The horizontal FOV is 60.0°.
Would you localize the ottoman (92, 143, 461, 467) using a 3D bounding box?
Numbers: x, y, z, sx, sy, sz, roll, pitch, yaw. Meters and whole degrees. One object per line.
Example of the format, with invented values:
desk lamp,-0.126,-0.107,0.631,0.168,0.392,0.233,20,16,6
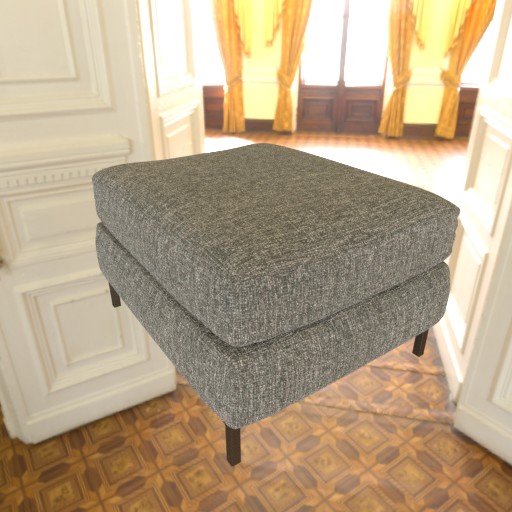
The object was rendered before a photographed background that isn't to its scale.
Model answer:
ottoman,0.000,0.000,1.211,0.683,0.480,0.828,-17,32,-31
